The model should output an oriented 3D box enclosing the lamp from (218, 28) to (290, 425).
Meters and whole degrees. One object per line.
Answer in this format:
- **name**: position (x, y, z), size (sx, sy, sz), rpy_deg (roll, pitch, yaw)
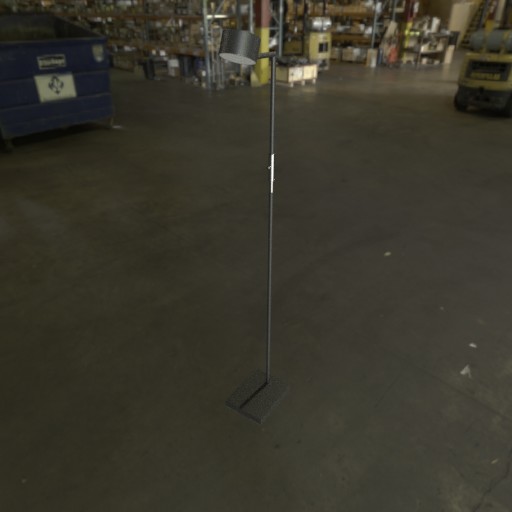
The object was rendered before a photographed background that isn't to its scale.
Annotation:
- **lamp**: position (0.000, 0.000, 1.743), size (0.203, 1.600, 0.304), rpy_deg (18, 34, 29)
